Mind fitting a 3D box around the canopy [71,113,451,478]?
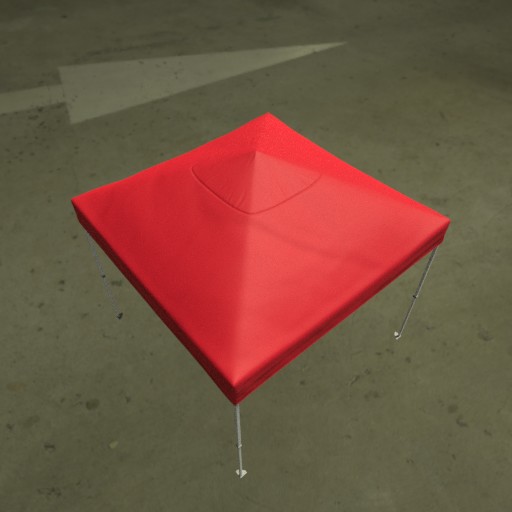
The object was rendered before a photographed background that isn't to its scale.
[{"bbox_3d":[0.000,0.000,5.414,2.996,2.997,2.998,-32,54,-26],"label":"canopy"}]
